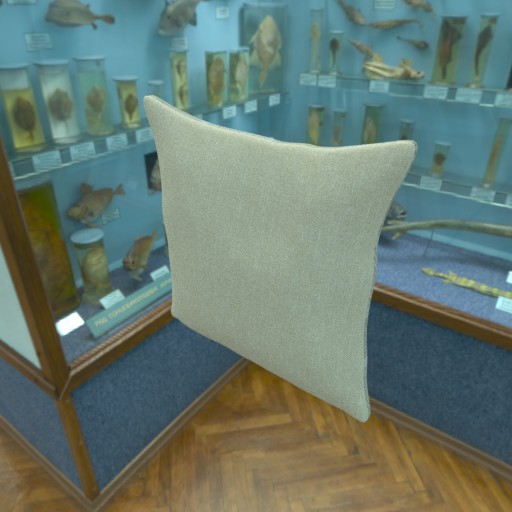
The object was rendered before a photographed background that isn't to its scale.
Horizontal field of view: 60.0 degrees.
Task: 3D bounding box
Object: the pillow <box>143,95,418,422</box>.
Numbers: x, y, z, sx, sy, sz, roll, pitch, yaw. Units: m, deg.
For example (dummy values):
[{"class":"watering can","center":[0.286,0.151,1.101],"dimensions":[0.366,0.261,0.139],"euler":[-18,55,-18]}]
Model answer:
[{"class":"pillow","center":[0.000,0.000,0.689],"dimensions":[0.436,0.432,0.138],"euler":[22,37,32]}]
